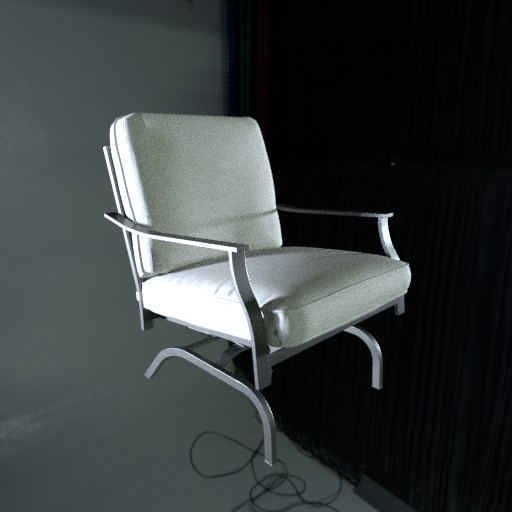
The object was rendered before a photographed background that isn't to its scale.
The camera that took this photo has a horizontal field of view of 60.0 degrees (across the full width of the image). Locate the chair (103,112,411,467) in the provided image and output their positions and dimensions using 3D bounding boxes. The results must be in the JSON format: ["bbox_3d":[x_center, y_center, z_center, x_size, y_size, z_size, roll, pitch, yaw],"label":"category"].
[{"bbox_3d":[0.000,0.000,1.385,0.650,0.860,0.787,-14,20,-42],"label":"chair"}]
